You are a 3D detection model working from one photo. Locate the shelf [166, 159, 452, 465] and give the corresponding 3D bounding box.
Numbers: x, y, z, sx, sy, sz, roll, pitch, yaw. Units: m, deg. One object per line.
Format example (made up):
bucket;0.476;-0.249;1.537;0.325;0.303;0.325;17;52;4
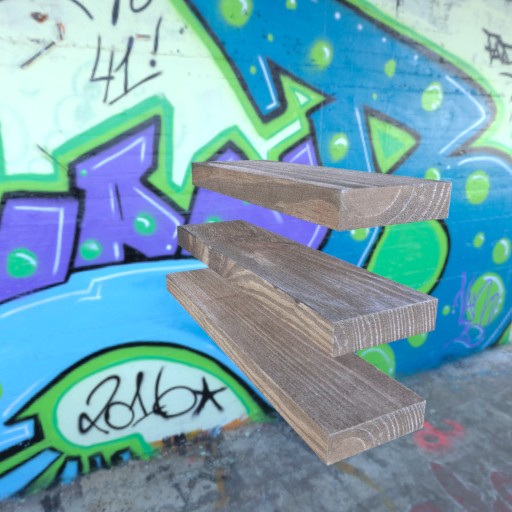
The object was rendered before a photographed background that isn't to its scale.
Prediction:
shelf;0.000;0.000;0.722;0.140;0.293;0.610;-8;18;-26
